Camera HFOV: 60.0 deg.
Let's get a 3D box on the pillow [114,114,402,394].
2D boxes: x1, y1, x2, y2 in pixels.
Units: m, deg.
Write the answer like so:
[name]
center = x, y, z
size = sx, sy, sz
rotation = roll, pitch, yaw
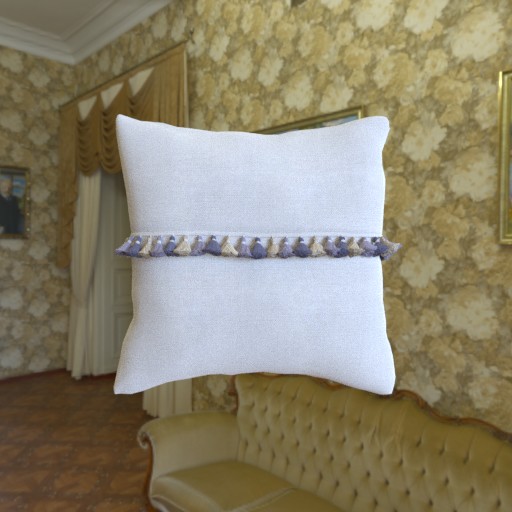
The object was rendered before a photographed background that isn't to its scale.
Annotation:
[pillow]
center = 0.000, 0.000, 0.746
size = 0.489, 0.481, 0.165
rotation = 0, 1, -1
